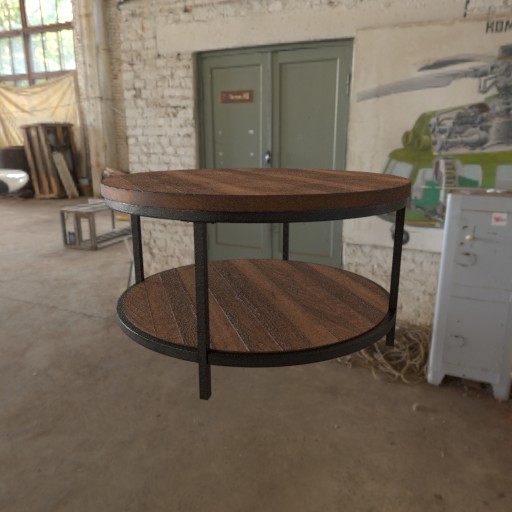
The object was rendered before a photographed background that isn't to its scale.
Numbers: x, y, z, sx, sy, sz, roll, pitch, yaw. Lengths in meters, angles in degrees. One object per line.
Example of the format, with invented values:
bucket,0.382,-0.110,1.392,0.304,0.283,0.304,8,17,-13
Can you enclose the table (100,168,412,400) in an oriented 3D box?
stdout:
table,0.000,0.000,1.317,0.837,0.462,0.837,0,15,0
